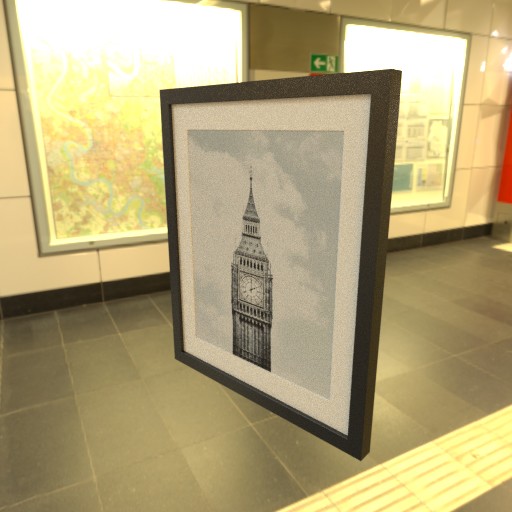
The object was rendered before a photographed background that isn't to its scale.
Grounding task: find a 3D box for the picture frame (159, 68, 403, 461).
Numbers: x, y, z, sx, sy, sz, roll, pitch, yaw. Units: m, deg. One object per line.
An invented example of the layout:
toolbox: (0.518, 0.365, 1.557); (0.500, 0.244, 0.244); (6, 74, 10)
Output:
picture frame: (0.000, 0.000, 0.758); (0.460, 0.556, 0.028); (14, 22, 41)
